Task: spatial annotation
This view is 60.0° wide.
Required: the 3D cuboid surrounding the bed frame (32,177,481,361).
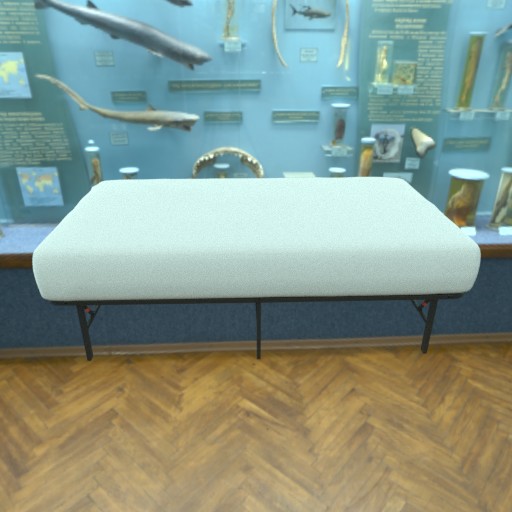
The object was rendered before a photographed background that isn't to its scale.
[{"bbox_3d":[0.000,0.000,2.396,1.908,0.640,1.025,-1,26,-2],"label":"bed frame"}]
